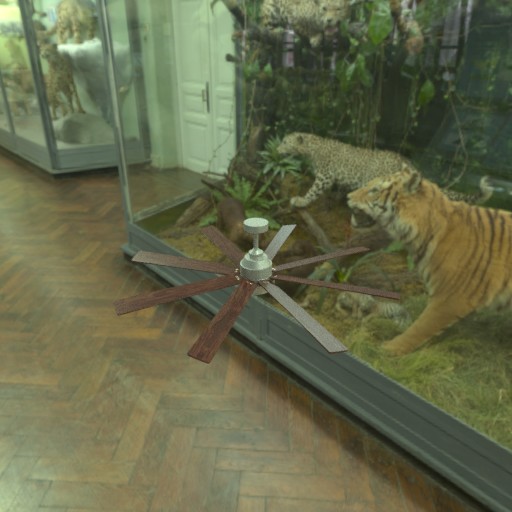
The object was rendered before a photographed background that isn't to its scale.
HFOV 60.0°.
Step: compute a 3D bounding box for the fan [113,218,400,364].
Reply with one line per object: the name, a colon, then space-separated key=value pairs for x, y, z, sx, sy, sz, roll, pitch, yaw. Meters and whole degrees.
fan: x=0.000 y=0.000 z=2.880 sx=1.830 sy=0.472 sz=1.830 roll=8 pitch=27 yaw=16
